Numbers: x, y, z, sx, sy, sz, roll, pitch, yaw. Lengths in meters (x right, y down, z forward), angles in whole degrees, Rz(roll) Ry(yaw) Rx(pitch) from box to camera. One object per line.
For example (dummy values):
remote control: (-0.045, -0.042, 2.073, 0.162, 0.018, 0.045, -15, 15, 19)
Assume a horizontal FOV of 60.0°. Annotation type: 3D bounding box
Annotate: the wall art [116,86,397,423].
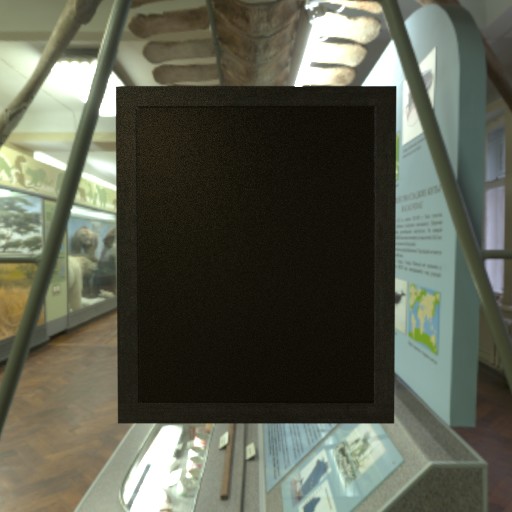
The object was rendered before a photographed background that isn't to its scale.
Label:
wall art: (0.000, 0.000, 0.775, 0.479, 0.580, 0.027, 0, 1, 0)
